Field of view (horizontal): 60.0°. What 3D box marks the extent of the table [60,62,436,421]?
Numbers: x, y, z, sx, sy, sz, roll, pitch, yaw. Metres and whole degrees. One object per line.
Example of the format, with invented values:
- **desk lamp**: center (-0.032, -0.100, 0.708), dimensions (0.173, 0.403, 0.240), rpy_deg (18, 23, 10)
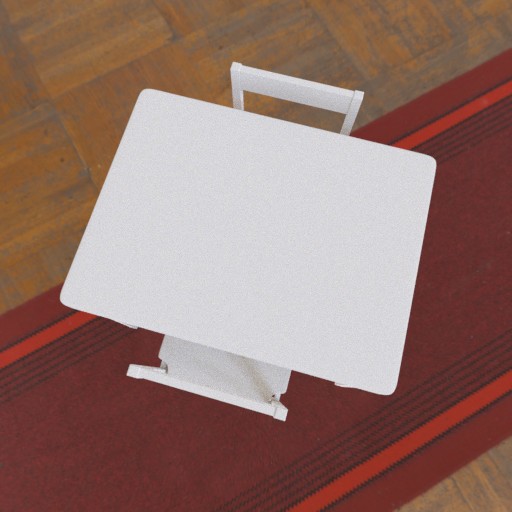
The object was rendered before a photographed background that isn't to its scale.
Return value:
- **table**: center (0.000, 0.000, 1.088), dimensions (0.650, 0.503, 0.672), rpy_deg (15, 75, 4)
